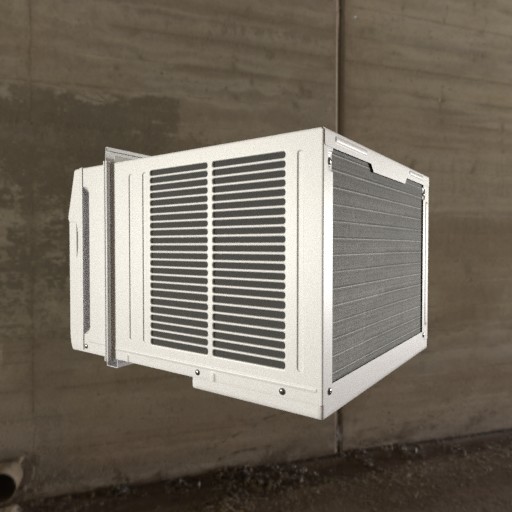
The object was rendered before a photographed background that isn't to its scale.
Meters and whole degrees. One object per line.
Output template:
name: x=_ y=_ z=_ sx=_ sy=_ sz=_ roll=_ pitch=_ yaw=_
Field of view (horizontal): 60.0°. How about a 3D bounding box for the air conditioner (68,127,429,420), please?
air conditioner: x=0.000 y=0.000 z=0.889 sx=0.546 sy=0.388 sz=0.503 roll=1 pitch=2 yaw=35
